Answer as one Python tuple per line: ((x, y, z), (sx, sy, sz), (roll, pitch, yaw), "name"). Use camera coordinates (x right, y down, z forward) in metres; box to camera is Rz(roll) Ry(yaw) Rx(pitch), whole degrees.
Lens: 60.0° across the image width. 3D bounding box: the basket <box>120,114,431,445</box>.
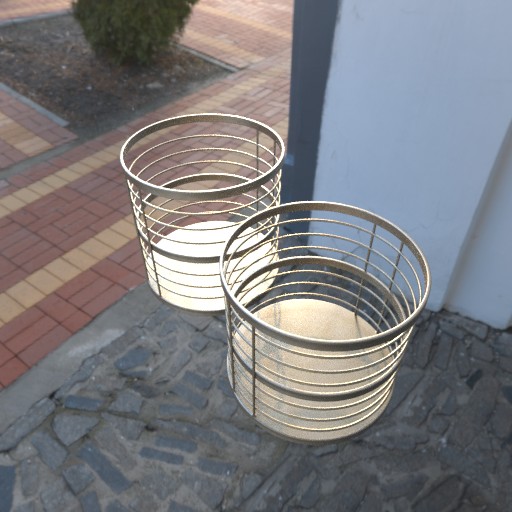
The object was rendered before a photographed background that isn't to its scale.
((0.000, 0.000, 0.961), (0.356, 0.351, 0.746), (-26, 47, -26), "basket")
